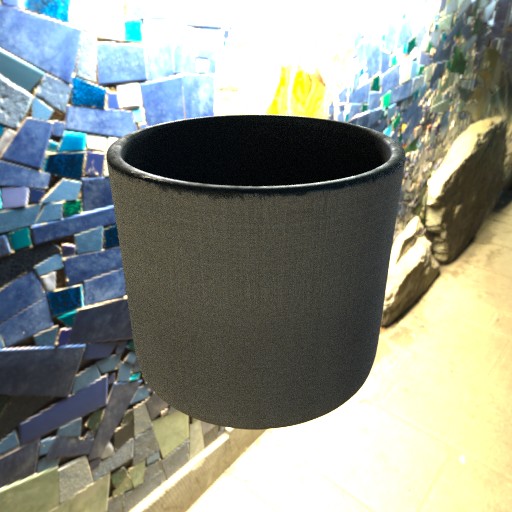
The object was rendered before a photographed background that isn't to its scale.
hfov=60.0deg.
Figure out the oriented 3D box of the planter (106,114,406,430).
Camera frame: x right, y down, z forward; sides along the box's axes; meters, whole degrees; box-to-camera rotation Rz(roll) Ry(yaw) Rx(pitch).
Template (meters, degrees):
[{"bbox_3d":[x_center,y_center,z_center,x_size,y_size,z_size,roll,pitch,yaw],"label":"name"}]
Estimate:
[{"bbox_3d":[0.000,0.000,0.388,0.226,0.201,0.226,0,28,0],"label":"planter"}]
